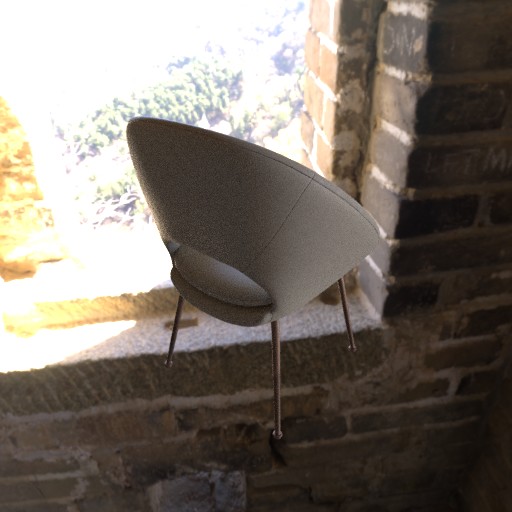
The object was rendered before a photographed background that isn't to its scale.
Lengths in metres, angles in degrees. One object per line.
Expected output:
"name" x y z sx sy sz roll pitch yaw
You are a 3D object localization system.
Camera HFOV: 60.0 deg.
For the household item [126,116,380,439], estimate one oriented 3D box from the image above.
"household item" 0.000 0.000 1.262 0.623 0.852 0.573 22 37 32
